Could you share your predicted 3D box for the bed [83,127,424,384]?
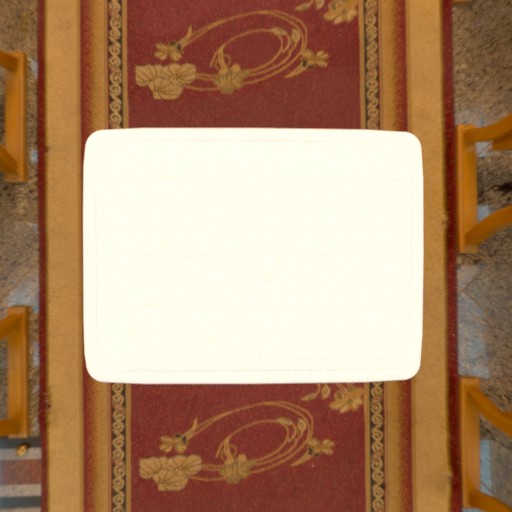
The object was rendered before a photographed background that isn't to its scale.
[{"bbox_3d":[0.000,0.000,2.722,2.036,0.460,1.520,0,91,-1],"label":"bed"}]
